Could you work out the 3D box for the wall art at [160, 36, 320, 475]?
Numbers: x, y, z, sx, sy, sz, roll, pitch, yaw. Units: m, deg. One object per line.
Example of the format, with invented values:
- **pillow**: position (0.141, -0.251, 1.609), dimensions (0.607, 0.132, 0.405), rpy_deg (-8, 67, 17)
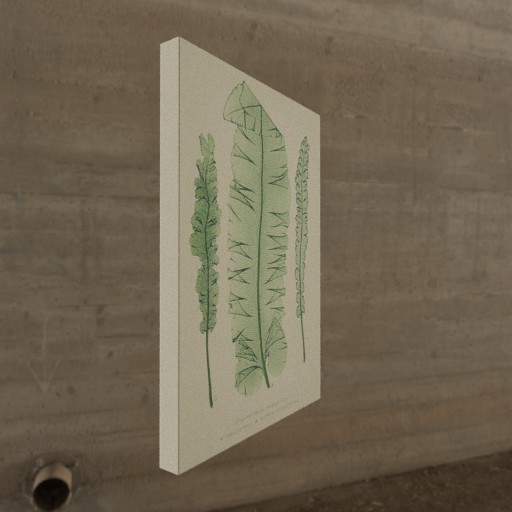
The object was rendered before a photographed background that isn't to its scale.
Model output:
- **wall art**: position (0.000, 0.000, 0.795), dimensions (0.038, 0.608, 0.418), rpy_deg (0, -1, 36)
